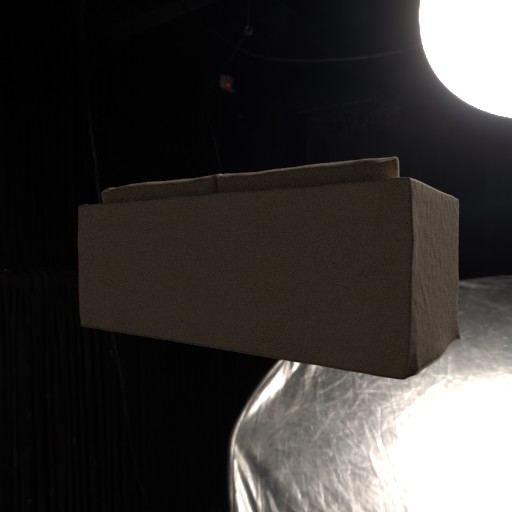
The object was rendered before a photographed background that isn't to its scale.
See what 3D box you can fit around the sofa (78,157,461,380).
[{"bbox_3d":[0.000,0.000,2.482,1.987,0.847,0.956,1,2,34],"label":"sofa"}]
